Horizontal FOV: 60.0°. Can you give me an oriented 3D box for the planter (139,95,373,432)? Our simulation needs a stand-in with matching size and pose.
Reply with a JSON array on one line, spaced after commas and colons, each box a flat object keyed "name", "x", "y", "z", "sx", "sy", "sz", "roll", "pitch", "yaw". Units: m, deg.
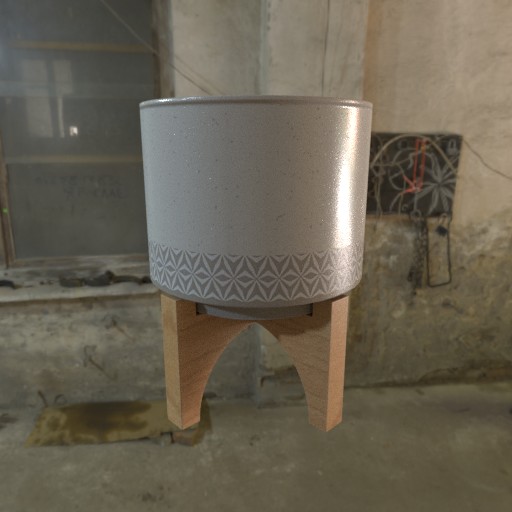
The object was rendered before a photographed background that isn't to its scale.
[{"name": "planter", "x": 0.000, "y": 0.000, "z": 0.276, "sx": 0.130, "sy": 0.178, "sz": 0.130, "roll": 0, "pitch": 15, "yaw": 0}]
